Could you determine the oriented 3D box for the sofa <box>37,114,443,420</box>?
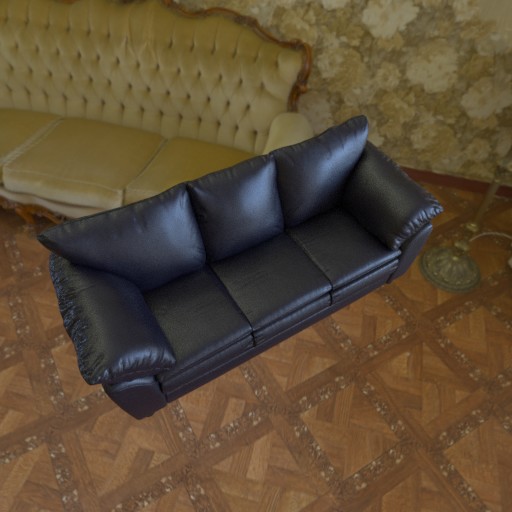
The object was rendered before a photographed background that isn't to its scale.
[{"bbox_3d":[0.000,0.000,2.805,2.336,1.073,0.880,-25,53,-20],"label":"sofa"}]
